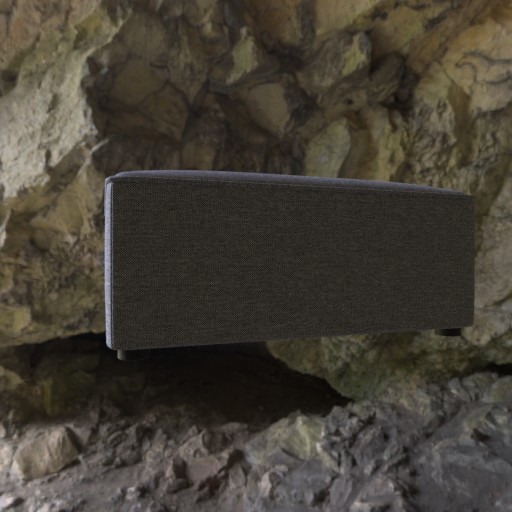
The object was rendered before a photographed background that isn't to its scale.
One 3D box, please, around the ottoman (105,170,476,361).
[{"bbox_3d":[0.000,0.000,1.556,1.005,0.455,1.005,0,0,-19],"label":"ottoman"}]
